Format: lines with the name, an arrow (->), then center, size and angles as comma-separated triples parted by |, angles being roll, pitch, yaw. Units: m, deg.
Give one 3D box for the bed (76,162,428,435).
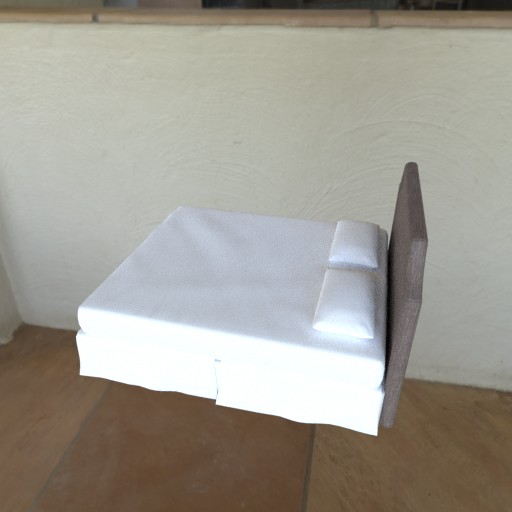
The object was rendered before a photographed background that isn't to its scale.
bed -> 0.000, 0.000, 4.280 | 2.773, 1.590, 2.350 | 8, 32, 13
